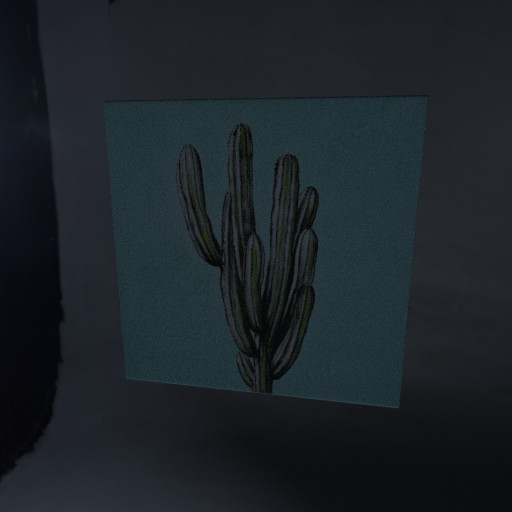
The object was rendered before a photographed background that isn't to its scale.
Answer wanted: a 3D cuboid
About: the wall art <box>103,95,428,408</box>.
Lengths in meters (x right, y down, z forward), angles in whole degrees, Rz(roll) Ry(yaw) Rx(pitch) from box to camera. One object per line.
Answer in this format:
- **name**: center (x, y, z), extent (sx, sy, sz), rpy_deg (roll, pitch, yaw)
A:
- **wall art**: center (0.000, 0.000, 1.601), extent (1.071, 1.073, 0.070), rpy_deg (3, 15, 11)
